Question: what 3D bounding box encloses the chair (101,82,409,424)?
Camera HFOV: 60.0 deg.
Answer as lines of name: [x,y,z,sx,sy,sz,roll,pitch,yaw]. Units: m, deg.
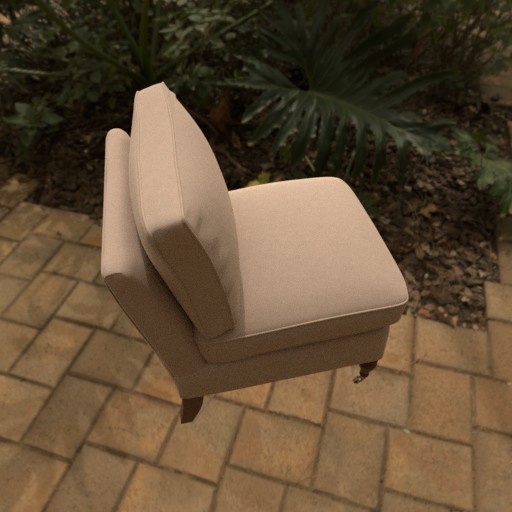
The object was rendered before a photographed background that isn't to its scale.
chair: [0.000,0.000,1.623,0.912,1.052,0.724,-9,47,-8]
